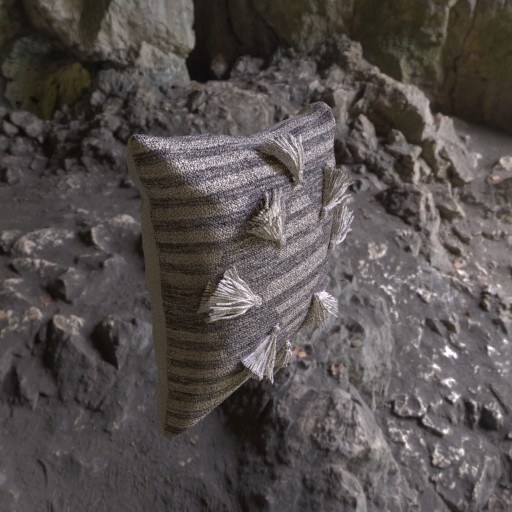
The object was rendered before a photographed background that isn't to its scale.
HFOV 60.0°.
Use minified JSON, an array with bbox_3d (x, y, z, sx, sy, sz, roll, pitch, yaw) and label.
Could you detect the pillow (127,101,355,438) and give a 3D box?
[{"bbox_3d":[0.000,0.000,0.794,0.234,0.490,0.484,17,30,32],"label":"pillow"}]
